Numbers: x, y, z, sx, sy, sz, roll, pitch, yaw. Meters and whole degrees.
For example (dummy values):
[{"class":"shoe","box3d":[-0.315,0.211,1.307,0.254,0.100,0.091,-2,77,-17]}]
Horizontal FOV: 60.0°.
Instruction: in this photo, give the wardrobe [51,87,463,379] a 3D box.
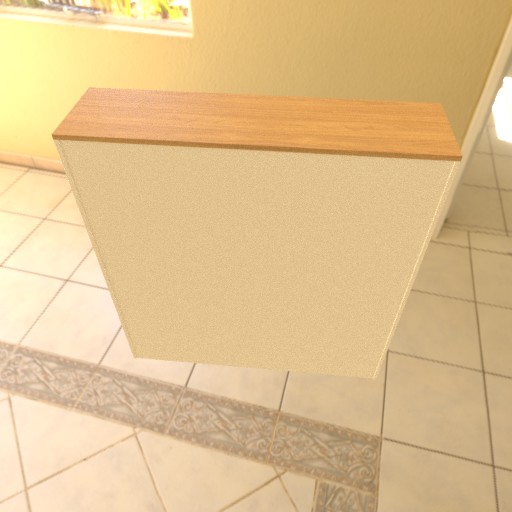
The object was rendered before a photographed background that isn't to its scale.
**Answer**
[{"class":"wardrobe","box3d":[0.000,0.000,3.329,2.160,2.260,0.590,4,46,4]}]
